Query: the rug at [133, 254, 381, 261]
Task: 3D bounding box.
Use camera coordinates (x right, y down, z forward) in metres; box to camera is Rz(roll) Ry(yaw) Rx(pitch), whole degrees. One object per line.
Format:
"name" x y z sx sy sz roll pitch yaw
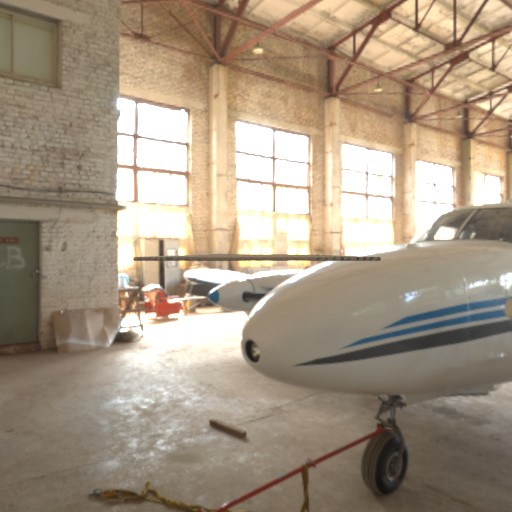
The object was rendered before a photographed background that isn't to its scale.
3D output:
"rug" 0.000 0.000 2.594 0.775 0.012 2.452 0 0 0
